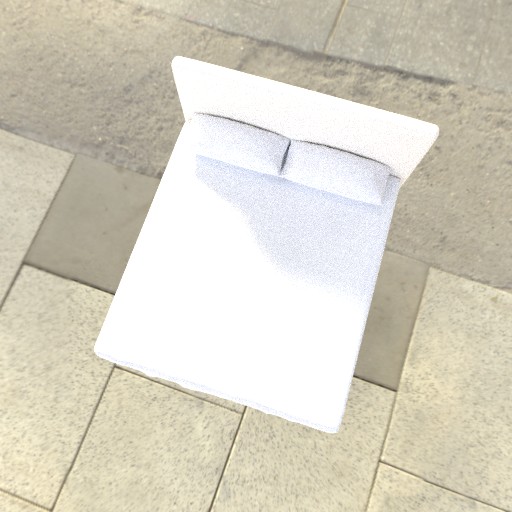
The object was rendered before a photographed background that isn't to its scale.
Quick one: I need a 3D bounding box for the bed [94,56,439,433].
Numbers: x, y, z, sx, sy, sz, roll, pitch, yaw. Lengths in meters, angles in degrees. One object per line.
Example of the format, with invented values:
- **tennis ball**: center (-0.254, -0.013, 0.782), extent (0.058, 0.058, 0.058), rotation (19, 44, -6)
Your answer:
- **bed**: center (0.000, 0.000, 3.585), extent (2.119, 1.317, 2.341), rotation (17, 75, 5)
